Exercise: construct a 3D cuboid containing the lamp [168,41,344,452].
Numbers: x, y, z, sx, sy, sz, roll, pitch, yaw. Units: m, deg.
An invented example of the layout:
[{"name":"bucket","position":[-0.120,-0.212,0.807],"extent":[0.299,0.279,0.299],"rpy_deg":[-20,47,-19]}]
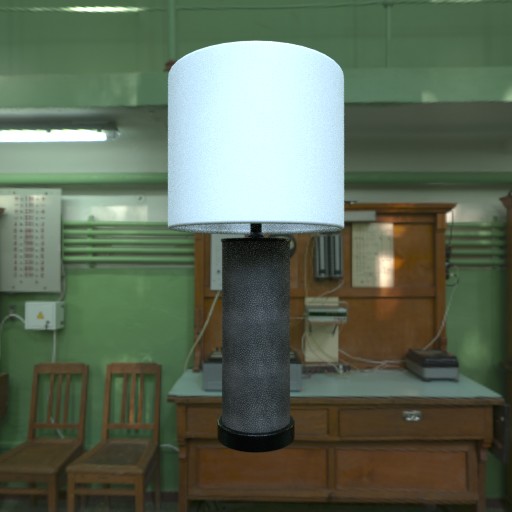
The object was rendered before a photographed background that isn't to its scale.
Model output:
[{"name":"lamp","position":[0.000,0.000,0.782],"extent":[0.305,0.634,0.305],"rpy_deg":[0,0,0]}]
